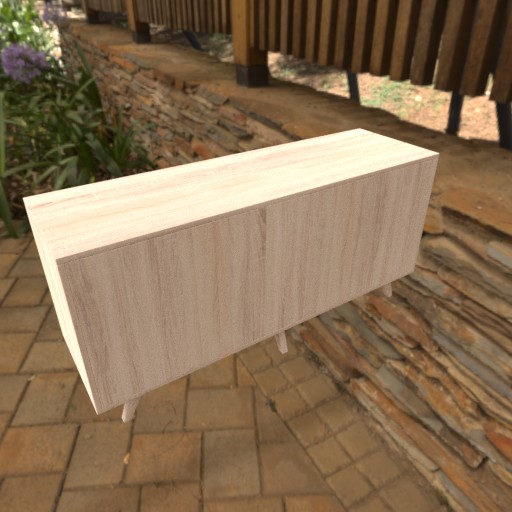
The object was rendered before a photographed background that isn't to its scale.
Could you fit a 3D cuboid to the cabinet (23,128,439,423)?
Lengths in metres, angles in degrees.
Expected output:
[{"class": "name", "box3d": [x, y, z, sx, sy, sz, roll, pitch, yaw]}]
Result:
[{"class": "cabinet", "box3d": [0.000, 0.000, 1.982, 1.650, 0.780, 0.500, -19, 36, -28]}]
